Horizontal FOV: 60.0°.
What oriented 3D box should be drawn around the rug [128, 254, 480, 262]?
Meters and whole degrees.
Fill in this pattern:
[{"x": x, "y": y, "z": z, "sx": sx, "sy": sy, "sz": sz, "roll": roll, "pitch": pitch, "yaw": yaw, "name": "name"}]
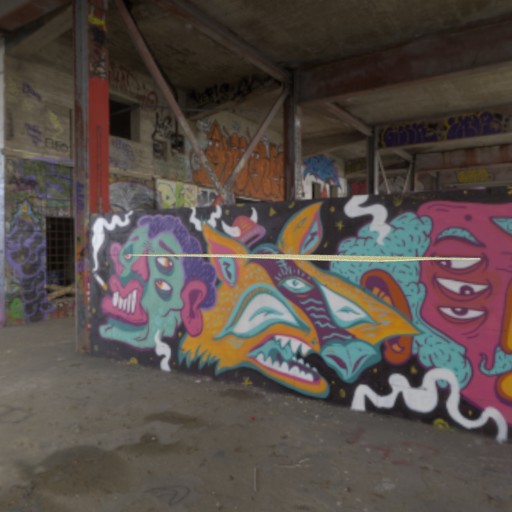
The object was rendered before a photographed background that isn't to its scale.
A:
[{"x": 0.000, "y": 0.000, "z": 2.628, "sx": 0.686, "sy": 0.013, "sz": 2.340, "roll": -1, "pitch": 1, "yaw": -37, "name": "rug"}]
